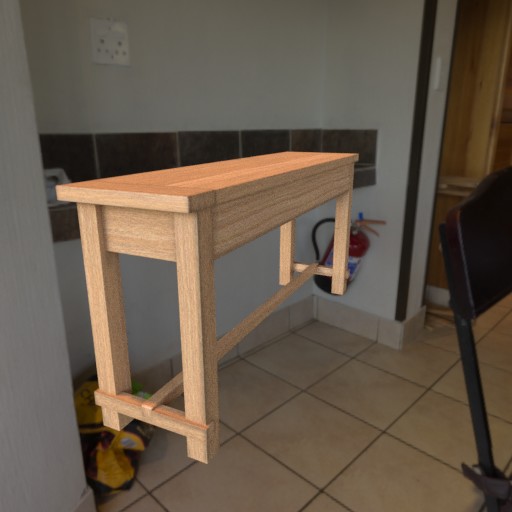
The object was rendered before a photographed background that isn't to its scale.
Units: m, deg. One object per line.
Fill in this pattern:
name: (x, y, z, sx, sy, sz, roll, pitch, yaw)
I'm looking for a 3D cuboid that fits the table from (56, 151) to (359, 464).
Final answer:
table: (0.000, 0.000, 1.866, 0.442, 0.762, 1.599, 8, 18, 25)
